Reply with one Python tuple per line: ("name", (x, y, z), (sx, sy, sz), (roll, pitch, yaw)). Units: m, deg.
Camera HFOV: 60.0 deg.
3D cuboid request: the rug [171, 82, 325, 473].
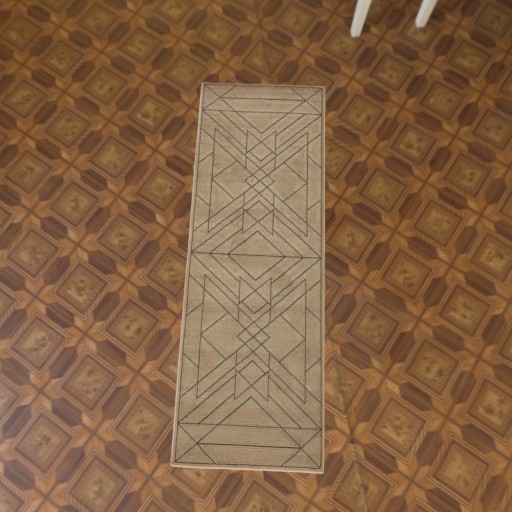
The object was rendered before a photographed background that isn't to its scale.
("rug", (0.000, 0.000, 2.677), (0.831, 0.036, 2.381), (2, 76, 1))
